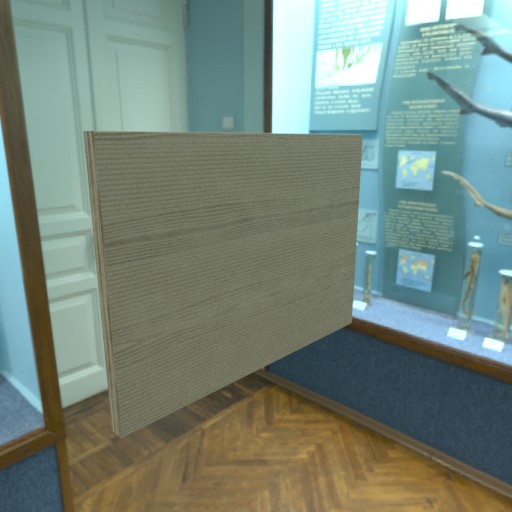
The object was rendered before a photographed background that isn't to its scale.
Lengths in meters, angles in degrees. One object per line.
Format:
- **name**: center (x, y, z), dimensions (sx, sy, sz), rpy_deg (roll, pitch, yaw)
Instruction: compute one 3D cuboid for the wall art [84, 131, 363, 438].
- **wall art**: center (0.000, 0.000, 1.141), dimensions (0.841, 0.609, 0.063), rpy_deg (-14, 20, -43)
